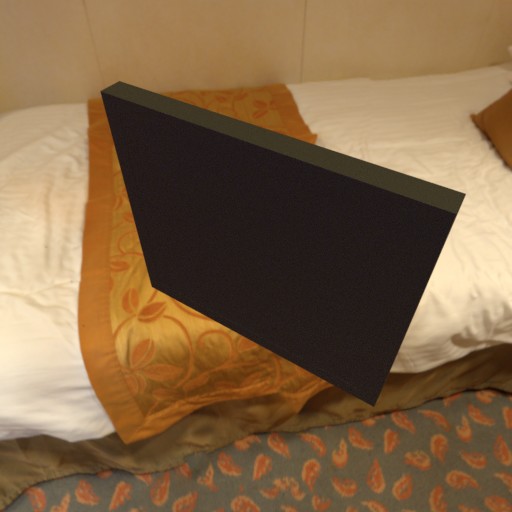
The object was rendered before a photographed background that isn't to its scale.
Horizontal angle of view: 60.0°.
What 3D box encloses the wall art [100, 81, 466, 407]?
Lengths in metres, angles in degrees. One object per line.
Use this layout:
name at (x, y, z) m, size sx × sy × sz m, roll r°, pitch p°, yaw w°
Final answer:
wall art at (0.000, 0.000, 0.537) m, size 0.381 × 0.330 × 0.029 m, roll 24°, pitch 51°, yaw 22°
